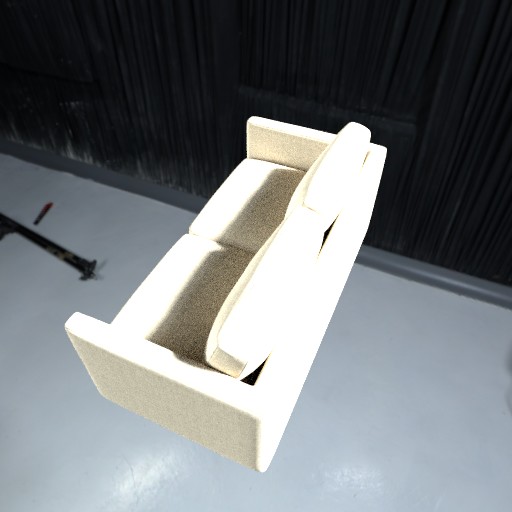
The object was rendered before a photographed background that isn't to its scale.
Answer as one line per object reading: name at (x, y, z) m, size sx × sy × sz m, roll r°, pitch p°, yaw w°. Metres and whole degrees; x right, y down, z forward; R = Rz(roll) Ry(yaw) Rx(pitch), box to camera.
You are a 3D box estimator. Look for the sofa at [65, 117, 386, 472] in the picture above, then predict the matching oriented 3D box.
sofa at (0.000, 0.000, 2.465) m, size 0.950 × 0.963 × 1.884 m, roll 18°, pitch 50°, yaw 16°
